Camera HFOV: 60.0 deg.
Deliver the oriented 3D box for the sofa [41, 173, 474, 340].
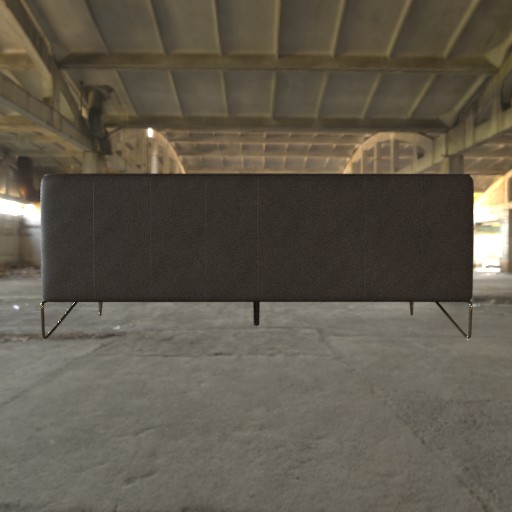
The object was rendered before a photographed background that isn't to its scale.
[{"bbox_3d":[0.000,0.000,2.505,2.087,0.789,0.867,0,1,0],"label":"sofa"}]
